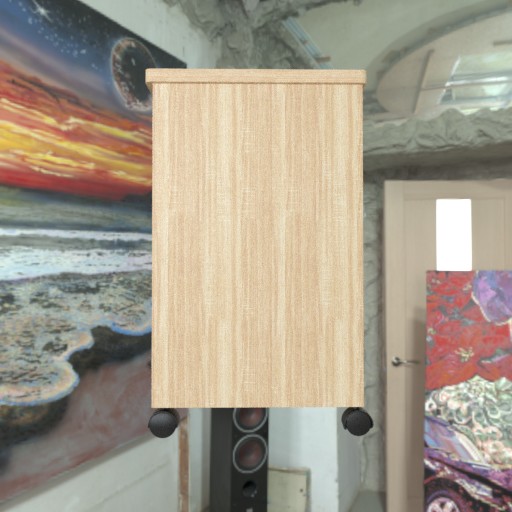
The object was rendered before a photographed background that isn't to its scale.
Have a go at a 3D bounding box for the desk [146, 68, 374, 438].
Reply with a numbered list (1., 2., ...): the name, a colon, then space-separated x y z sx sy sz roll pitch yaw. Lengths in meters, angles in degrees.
1. desk: 0.000 0.000 1.365 0.480 0.770 0.884 0 -1 -1
